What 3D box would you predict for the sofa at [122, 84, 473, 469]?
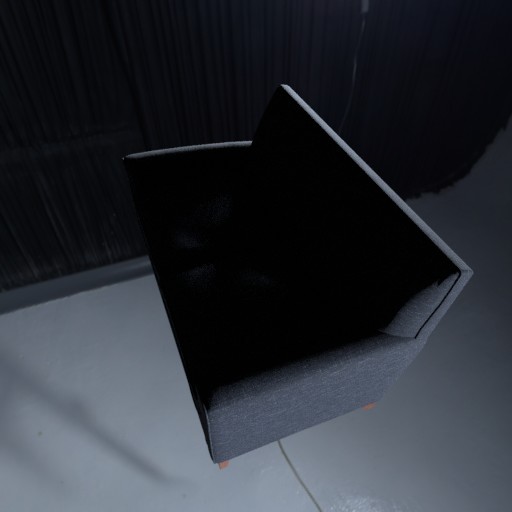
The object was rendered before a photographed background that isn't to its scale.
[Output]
[{"bbox_3d":[0.000,0.000,1.937,0.875,0.846,1.420,-16,48,-15],"label":"sofa"}]
